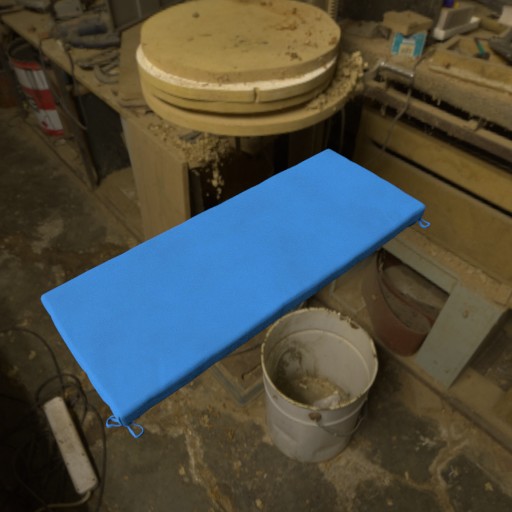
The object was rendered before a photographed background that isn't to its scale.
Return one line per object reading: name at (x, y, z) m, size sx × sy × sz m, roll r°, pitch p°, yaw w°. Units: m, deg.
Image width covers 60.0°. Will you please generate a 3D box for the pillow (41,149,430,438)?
pillow at (0.000, 0.000, 1.355) m, size 1.187 × 0.081 × 0.492 m, roll -31°, pitch 54°, yaw -26°
